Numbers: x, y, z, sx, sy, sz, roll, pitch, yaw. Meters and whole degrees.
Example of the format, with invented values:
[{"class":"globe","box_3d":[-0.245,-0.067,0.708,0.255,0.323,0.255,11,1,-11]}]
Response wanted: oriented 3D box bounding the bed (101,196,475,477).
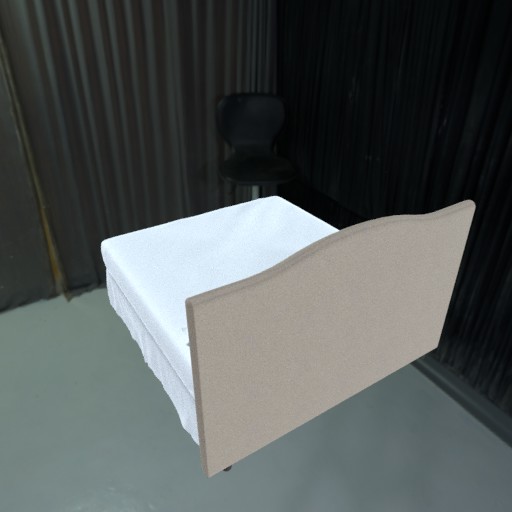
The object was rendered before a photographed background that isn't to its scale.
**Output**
[{"class":"bed","box_3d":[0.000,0.000,3.533,2.083,1.421,2.182,-18,35,-28]}]
